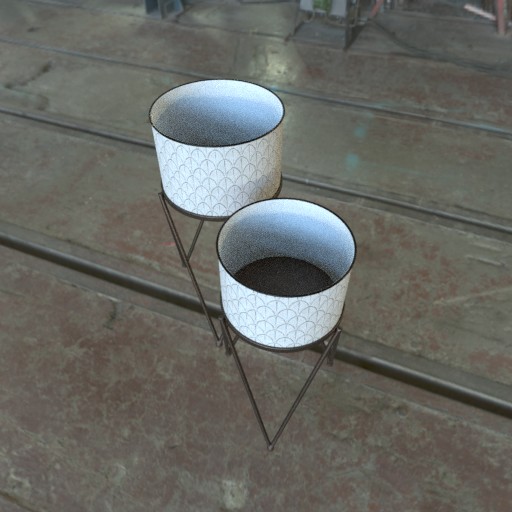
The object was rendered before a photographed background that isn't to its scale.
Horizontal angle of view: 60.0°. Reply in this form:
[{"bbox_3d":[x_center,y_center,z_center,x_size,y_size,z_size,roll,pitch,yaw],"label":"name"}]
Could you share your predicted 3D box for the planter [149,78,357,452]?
[{"bbox_3d":[0.000,0.000,1.232,0.413,0.712,0.769,-17,49,-16],"label":"planter"}]
